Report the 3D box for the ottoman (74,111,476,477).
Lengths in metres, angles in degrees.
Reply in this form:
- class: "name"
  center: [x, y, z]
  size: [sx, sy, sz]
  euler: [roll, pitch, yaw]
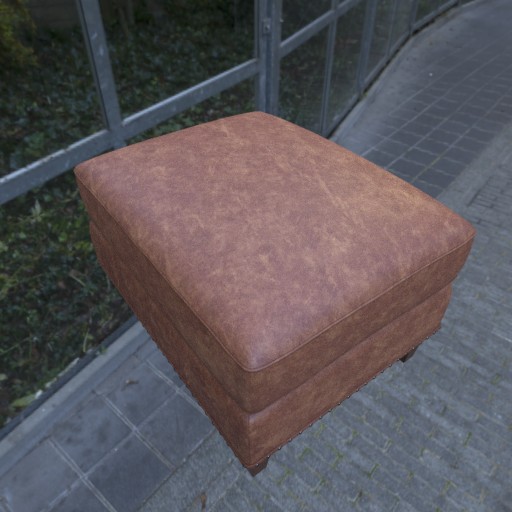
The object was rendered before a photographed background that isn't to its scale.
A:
- class: "ottoman"
  center: [0.000, 0.000, 1.082]
  size: [0.586, 0.486, 0.742]
  euler: [-26, 46, -27]
